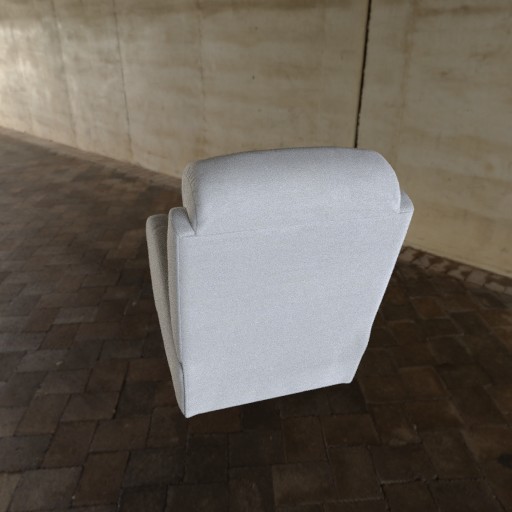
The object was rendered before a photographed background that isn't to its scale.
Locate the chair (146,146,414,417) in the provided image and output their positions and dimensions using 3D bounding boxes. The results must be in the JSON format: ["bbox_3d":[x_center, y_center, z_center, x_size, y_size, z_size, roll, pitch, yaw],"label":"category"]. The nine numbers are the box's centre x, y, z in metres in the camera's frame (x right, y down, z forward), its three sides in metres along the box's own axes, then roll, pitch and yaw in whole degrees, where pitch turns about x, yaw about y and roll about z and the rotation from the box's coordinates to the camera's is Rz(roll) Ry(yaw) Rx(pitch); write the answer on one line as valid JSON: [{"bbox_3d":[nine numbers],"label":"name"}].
[{"bbox_3d":[0.000,0.000,1.741,0.798,1.013,1.043,-7,27,-14],"label":"chair"}]
